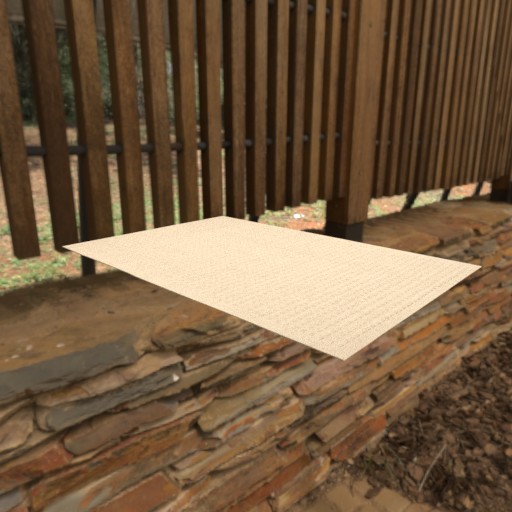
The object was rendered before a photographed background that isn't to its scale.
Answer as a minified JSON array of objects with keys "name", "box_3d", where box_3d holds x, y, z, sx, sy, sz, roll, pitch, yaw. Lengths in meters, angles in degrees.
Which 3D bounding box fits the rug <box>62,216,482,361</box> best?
[{"name":"rug","box_3d":[0.000,0.000,2.870,2.289,0.006,1.523,15,22,41]}]
